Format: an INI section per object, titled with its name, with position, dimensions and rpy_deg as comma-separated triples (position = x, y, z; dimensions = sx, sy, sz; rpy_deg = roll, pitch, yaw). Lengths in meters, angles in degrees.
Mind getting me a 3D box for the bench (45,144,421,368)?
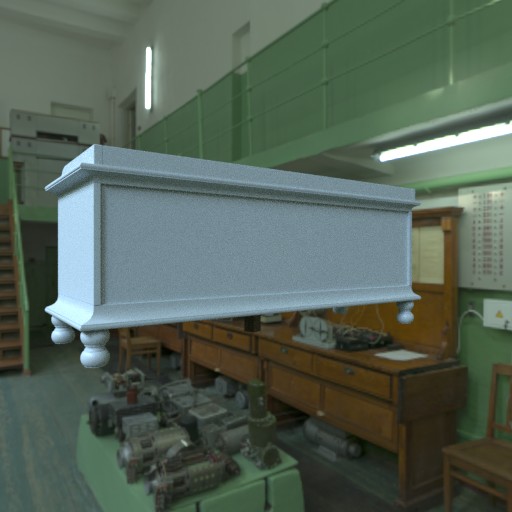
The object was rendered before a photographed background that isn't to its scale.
[bench]
position = 0.000, 0.000, 1.436
dimensions = 1.185, 0.486, 0.402
rpy_deg = 0, 0, -35
